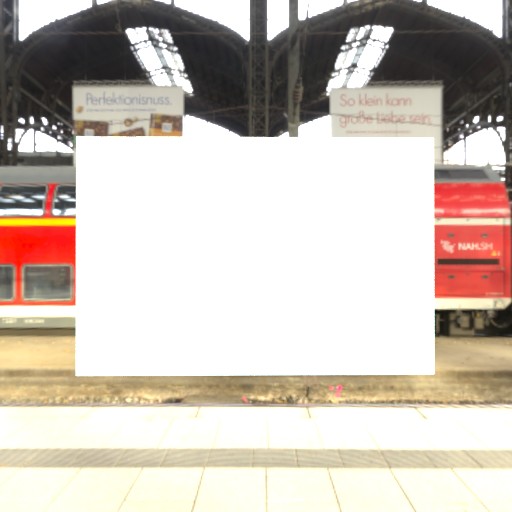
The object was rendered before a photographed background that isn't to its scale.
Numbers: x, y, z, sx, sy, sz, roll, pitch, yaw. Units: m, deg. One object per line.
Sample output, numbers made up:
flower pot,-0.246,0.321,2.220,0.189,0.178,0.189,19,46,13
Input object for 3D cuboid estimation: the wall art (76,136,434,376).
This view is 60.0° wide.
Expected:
wall art,0.000,0.000,1.132,0.894,0.595,0.057,0,0,-1
